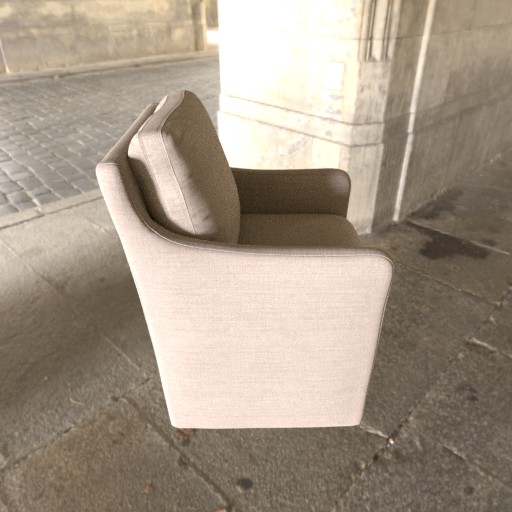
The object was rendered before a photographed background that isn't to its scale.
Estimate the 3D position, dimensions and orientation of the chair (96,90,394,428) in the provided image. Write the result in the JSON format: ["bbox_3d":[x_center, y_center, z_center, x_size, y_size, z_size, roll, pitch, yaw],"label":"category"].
[{"bbox_3d":[0.000,0.000,1.389,0.694,0.914,0.626,0,31,-1],"label":"chair"}]
